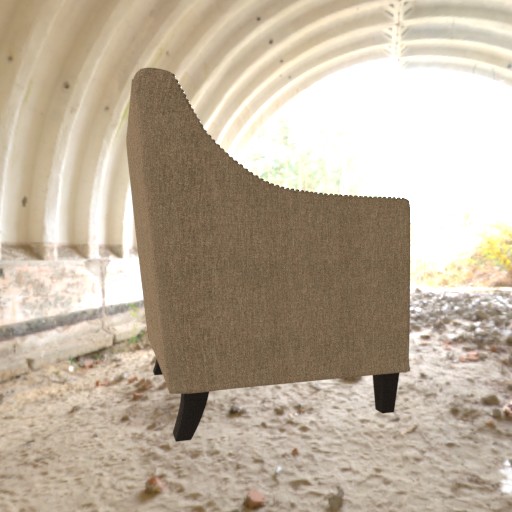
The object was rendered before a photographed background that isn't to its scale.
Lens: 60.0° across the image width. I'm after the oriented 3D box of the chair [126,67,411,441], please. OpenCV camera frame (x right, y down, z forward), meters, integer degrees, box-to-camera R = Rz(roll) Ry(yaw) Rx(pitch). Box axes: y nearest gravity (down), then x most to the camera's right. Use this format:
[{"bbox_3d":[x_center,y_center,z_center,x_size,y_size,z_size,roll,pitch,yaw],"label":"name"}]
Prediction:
[{"bbox_3d":[0.000,0.000,1.601,0.884,0.967,0.776,0,0,-18],"label":"chair"}]
